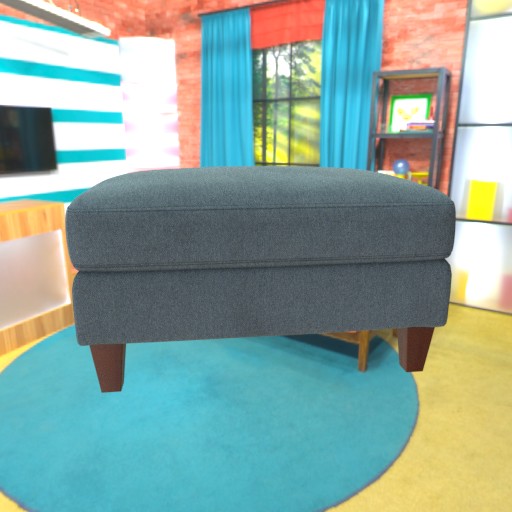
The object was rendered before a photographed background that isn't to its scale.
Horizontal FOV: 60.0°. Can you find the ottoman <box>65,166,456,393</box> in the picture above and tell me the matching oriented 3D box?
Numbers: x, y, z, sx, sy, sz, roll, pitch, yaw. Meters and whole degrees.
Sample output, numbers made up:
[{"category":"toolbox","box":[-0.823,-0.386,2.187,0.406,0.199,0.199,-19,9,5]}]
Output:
[{"category":"ottoman","box":[0.000,0.000,1.233,0.864,0.483,0.584,-2,15,-7]}]
